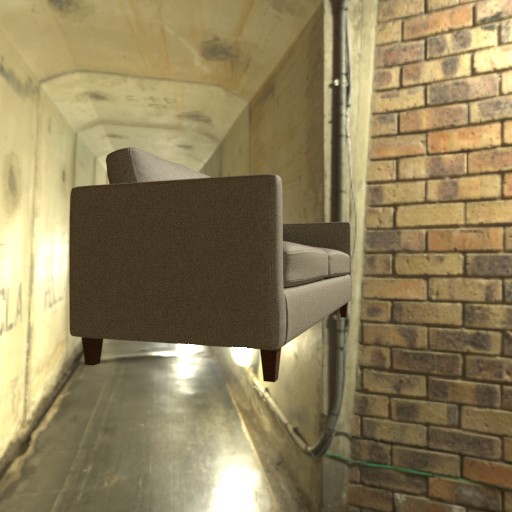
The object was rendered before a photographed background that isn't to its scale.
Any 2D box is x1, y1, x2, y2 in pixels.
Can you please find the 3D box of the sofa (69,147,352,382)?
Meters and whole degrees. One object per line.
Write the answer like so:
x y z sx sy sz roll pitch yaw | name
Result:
0.000 0.000 2.745 0.956 0.963 2.208 0 -1 19 | sofa
